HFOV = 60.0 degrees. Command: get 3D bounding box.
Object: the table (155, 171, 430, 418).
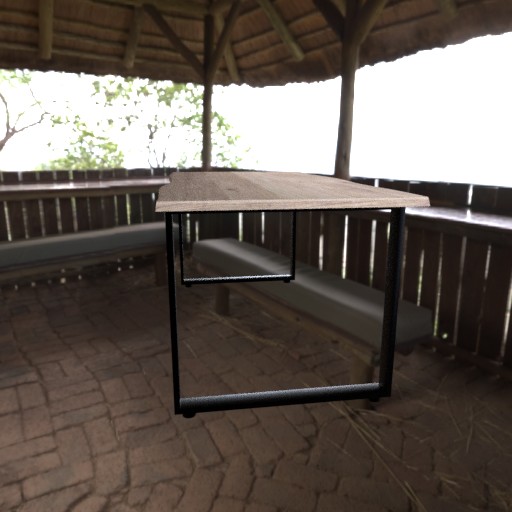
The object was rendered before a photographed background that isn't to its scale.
[{"bbox_3d":[0.000,0.000,2.306,0.900,0.780,1.800,-2,14,-8],"label":"table"}]
